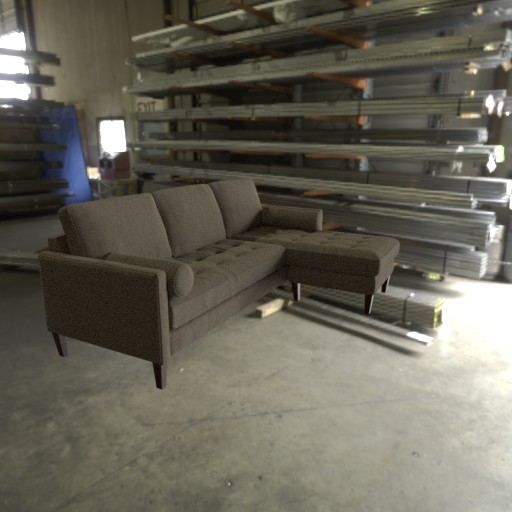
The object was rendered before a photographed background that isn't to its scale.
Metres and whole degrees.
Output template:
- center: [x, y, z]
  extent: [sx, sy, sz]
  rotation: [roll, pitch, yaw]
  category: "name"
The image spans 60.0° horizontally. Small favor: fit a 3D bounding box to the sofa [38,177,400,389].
- center: [0.000, 0.000, 2.984]
  extent: [1.506, 0.875, 2.178]
  rotation: [8, 17, 27]
  category: "sofa"
